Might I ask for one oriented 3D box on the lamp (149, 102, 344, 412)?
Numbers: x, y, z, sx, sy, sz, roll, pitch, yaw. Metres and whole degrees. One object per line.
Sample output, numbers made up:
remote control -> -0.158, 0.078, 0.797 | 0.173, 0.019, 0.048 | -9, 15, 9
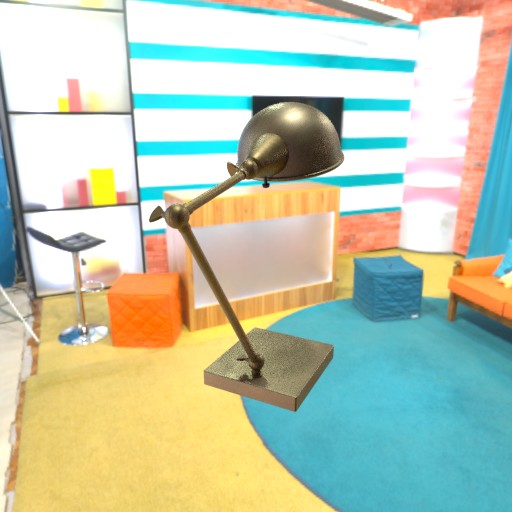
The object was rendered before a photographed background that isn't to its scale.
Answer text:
lamp -> 0.000, 0.000, 0.553 | 0.149, 0.371, 0.339 | 8, 18, 26
